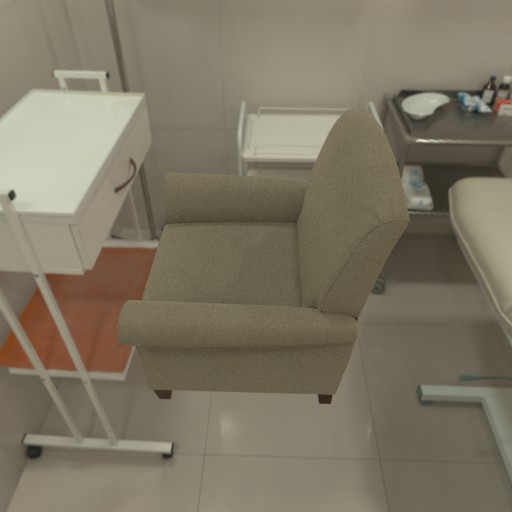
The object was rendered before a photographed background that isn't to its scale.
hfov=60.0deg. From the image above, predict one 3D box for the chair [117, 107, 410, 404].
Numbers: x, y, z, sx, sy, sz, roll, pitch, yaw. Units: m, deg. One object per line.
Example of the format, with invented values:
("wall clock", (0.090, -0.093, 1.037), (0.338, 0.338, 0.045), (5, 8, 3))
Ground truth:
("chair", (0.000, 0.000, 1.827), (0.905, 1.061, 0.978), (1, 42, 1))
